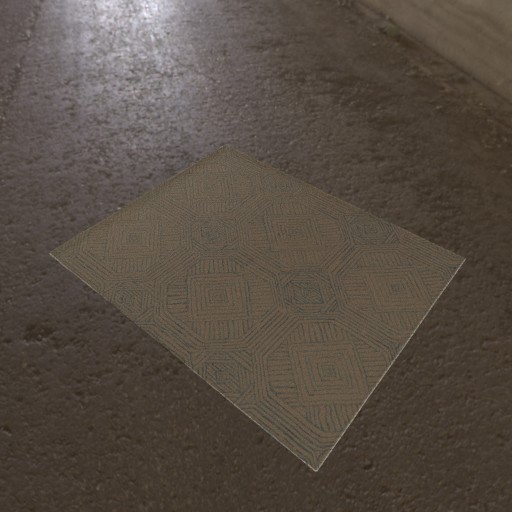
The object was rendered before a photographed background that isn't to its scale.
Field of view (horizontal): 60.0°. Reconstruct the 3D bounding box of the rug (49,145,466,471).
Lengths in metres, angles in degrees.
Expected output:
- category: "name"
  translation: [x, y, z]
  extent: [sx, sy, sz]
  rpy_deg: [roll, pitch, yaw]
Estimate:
- category: "rug"
  translation: [0.000, 0.000, 4.157]
  extent: [3.049, 0.015, 2.457]
  rpy_deg: [31, 53, 27]
